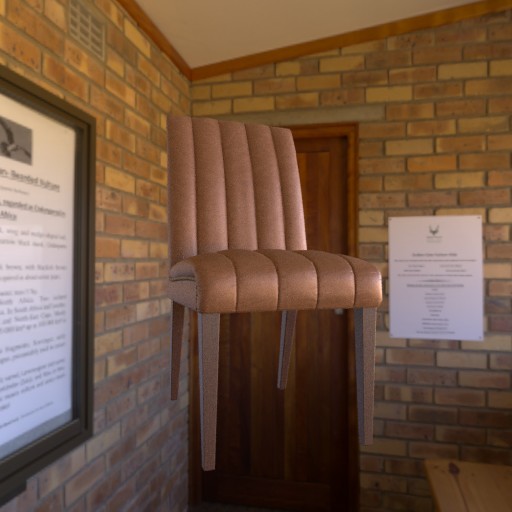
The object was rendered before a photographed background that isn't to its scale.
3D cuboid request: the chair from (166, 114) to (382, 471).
[{"bbox_3d":[0.000,0.000,1.379,0.511,1.016,0.647,0,-1,-19],"label":"chair"}]
